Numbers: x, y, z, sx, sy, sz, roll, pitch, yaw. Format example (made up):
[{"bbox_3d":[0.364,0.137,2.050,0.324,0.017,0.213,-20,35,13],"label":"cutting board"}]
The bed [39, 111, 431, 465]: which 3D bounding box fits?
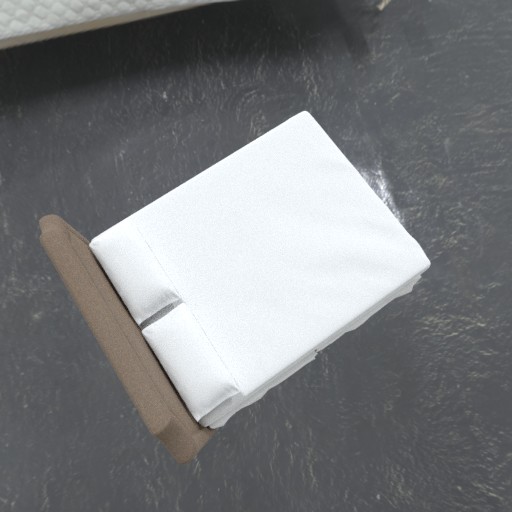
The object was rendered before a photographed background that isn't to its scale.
[{"bbox_3d":[0.000,0.000,3.112,2.116,1.290,1.693,-33,77,-9],"label":"bed"}]
